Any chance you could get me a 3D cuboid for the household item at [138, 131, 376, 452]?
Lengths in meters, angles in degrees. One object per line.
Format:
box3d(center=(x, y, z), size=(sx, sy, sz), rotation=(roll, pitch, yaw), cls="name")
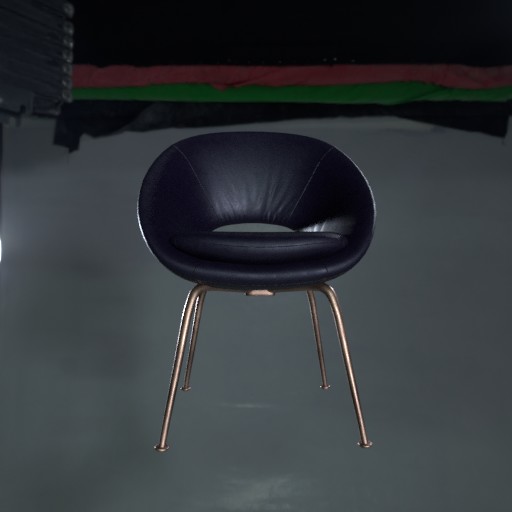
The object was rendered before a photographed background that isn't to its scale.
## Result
box3d(center=(0.000, 0.000, 1.244), size=(0.623, 0.852, 0.573), rotation=(0, -1, -2), cls="household item")
